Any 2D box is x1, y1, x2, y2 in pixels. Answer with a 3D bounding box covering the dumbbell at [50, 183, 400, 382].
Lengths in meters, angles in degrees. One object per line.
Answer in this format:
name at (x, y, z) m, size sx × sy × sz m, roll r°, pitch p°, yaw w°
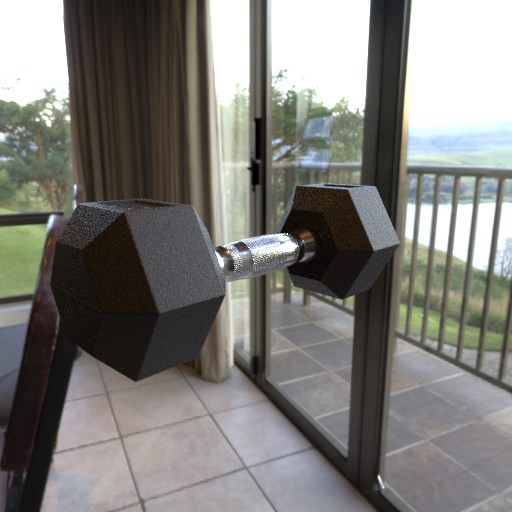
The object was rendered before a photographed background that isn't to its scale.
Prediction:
dumbbell at (0.000, 0.000, 0.327) m, size 0.272 × 0.092 × 0.106 m, roll -13°, pitch 18°, yaw -43°
